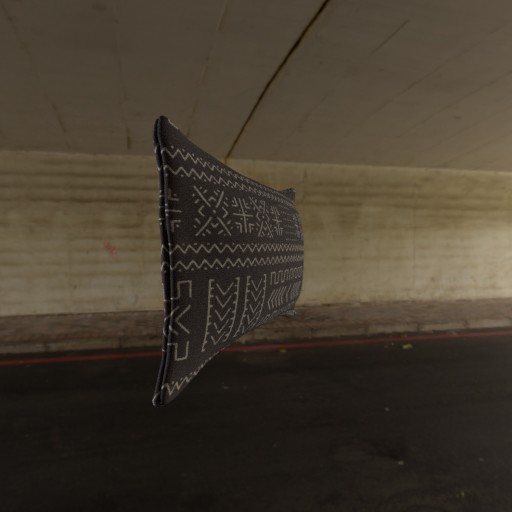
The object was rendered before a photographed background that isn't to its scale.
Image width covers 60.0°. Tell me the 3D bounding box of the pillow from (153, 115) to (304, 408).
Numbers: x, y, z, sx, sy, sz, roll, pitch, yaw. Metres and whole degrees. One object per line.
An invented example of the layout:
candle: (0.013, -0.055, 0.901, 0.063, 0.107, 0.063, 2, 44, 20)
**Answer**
pillow: (0.000, 0.000, 0.794, 0.135, 0.322, 0.667, 0, 1, 18)
